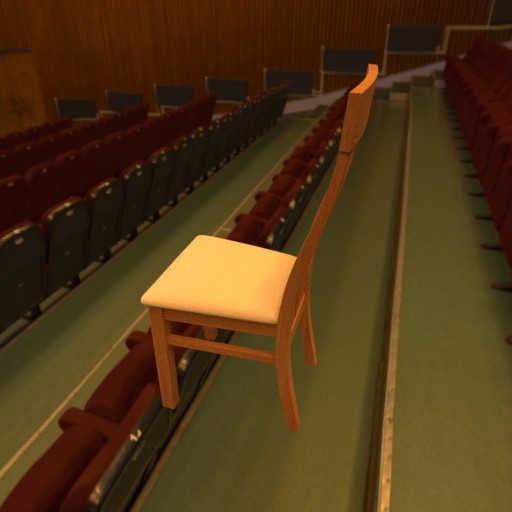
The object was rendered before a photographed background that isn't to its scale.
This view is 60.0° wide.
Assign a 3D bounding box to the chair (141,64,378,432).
[{"bbox_3d":[0.000,0.000,1.353,0.580,1.050,0.450,9,31,15],"label":"chair"}]
